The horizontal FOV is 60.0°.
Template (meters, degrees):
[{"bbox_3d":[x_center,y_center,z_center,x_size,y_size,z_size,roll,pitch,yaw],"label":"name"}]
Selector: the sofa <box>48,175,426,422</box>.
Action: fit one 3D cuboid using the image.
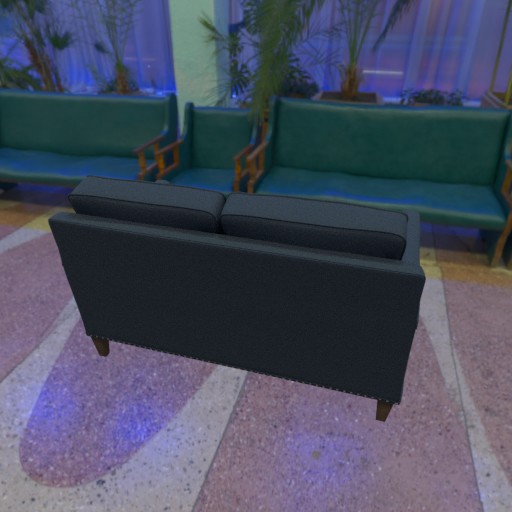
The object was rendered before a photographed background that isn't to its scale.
[{"bbox_3d":[0.000,0.000,2.272,1.597,1.003,1.084,9,32,14],"label":"sofa"}]
